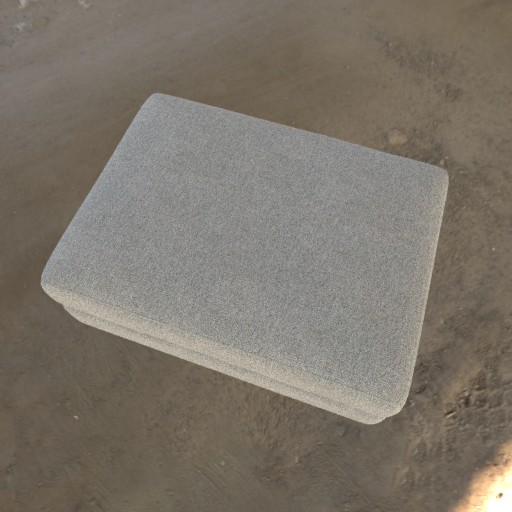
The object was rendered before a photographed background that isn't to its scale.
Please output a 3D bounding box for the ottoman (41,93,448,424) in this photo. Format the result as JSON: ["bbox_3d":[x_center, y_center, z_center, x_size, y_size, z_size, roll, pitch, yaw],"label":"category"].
[{"bbox_3d":[0.000,0.000,1.178,0.821,0.441,0.611,17,65,8],"label":"ottoman"}]
